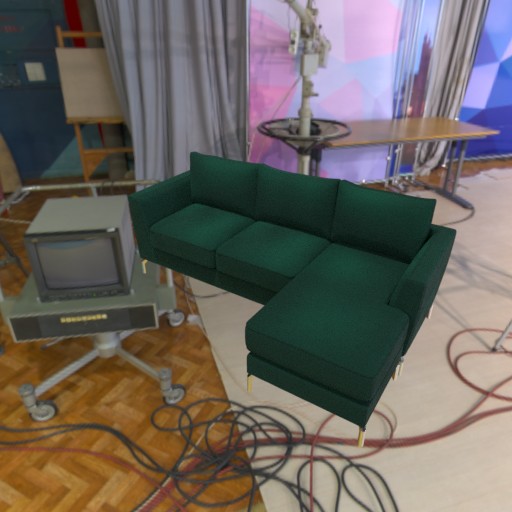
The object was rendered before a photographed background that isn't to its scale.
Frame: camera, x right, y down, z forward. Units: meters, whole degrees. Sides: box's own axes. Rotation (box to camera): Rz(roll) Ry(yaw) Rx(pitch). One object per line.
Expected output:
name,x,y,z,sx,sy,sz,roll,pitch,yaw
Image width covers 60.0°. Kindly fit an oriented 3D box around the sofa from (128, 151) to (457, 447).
sofa,0.000,0.000,3.286,2.441,1.007,1.489,18,34,28
